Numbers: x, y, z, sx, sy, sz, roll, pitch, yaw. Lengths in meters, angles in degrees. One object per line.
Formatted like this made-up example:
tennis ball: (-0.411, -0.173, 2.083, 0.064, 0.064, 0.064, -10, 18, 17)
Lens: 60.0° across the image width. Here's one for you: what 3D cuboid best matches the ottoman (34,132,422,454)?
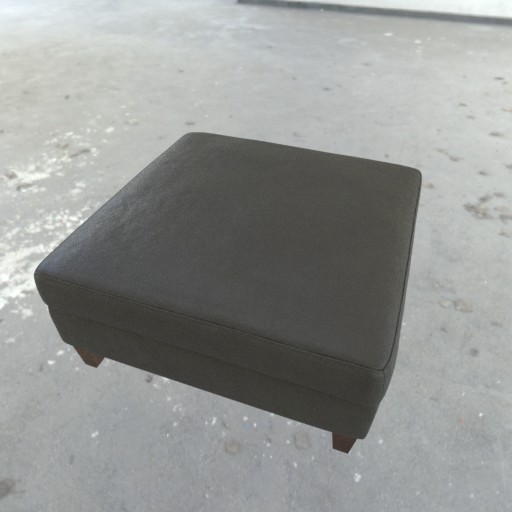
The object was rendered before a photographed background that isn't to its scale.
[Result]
ottoman: (0.000, 0.000, 1.295, 0.836, 0.415, 0.844, 13, 42, 15)
